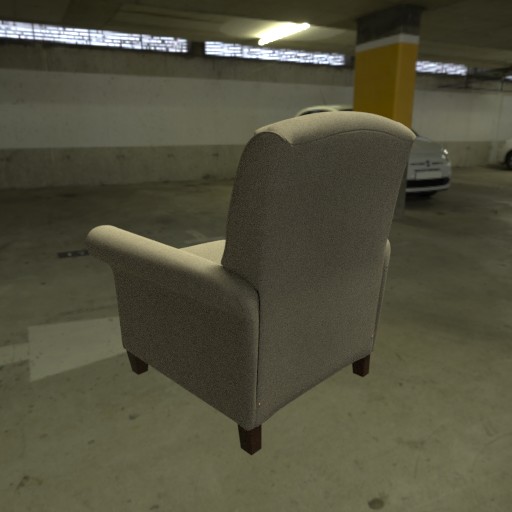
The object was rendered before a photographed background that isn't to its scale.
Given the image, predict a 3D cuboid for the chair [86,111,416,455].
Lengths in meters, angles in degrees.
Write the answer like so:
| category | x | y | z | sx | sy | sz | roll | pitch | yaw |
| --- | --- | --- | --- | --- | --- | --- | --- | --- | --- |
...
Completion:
| category | x | y | z | sx | sy | sz | roll | pitch | yaw |
| --- | --- | --- | --- | --- | --- | --- | --- | --- | --- |
| chair | 0.000 | 0.000 | 1.748 | 0.905 | 1.061 | 0.978 | 15 | 22 | 43 |
